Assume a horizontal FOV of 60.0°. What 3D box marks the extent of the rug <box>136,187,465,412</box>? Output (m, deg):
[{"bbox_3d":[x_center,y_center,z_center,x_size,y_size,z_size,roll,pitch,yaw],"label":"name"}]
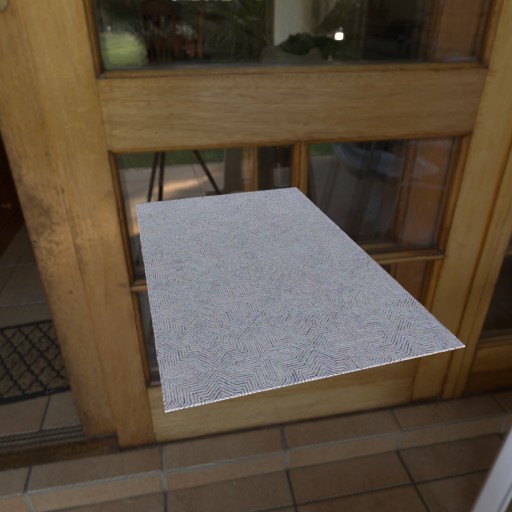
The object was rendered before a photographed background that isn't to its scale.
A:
[{"bbox_3d":[0.000,0.000,3.094,1.519,0.007,2.428,-8,30,-14],"label":"rug"}]
